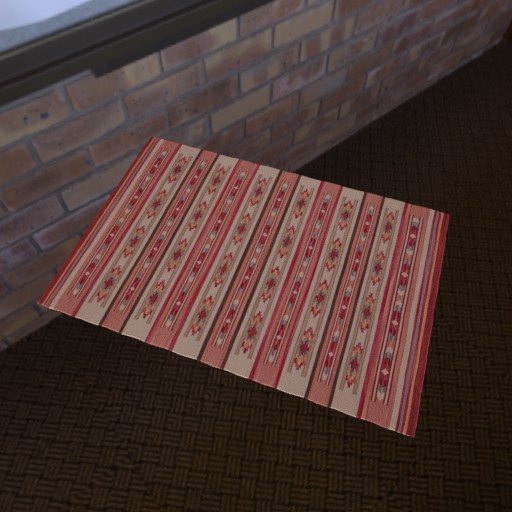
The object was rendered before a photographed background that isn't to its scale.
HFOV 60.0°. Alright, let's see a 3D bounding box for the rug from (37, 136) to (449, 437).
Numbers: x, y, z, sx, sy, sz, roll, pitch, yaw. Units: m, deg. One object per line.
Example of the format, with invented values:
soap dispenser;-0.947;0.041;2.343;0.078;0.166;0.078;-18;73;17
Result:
rug;0.000;0.000;2.288;1.817;0.008;1.223;17;59;10
